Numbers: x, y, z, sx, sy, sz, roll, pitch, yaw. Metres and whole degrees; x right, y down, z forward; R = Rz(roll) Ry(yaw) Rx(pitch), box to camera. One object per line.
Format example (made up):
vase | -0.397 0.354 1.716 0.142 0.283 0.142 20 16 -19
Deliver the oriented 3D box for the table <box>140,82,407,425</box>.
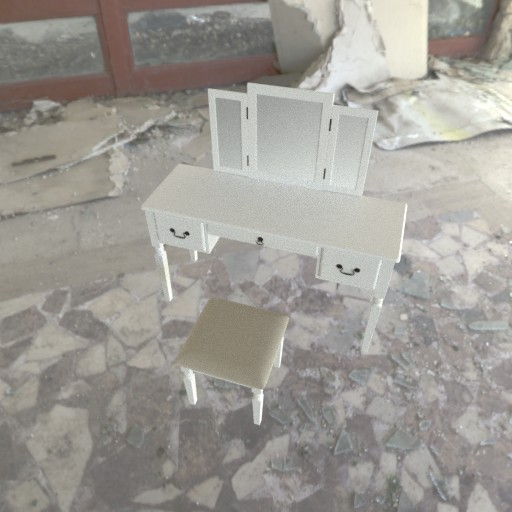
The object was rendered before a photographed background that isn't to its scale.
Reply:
table | 0.000 0.000 2.245 1.369 1.310 1.115 12 43 13
